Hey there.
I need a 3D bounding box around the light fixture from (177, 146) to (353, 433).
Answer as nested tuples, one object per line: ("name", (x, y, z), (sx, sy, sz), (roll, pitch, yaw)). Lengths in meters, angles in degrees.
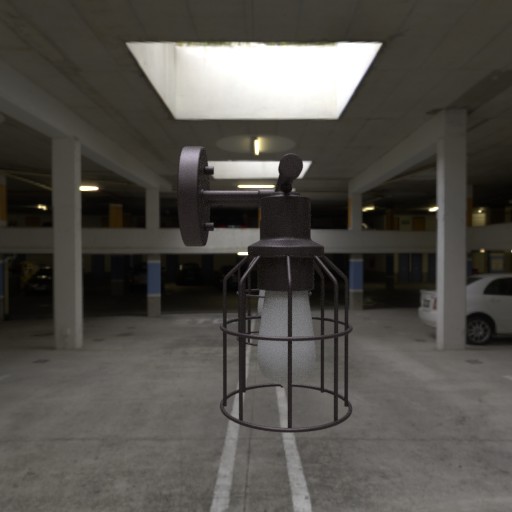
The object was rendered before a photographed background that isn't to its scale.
("light fixture", (0.000, 0.000, 0.522), (0.165, 0.254, 0.406), (0, 1, 0))
